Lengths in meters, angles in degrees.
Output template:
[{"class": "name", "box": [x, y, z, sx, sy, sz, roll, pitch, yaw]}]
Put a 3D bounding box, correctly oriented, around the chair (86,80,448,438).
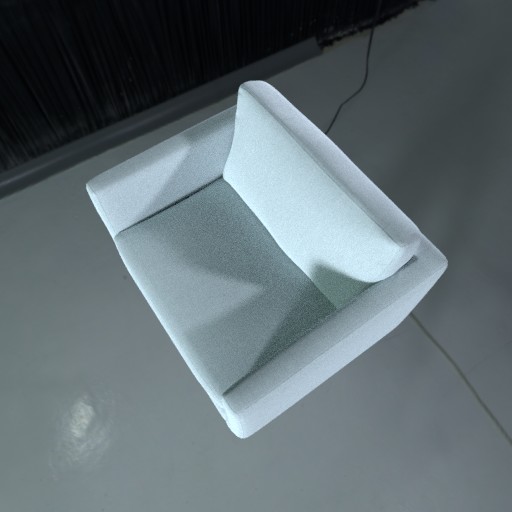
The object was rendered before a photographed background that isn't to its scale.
[{"class": "chair", "box": [0.000, 0.000, 1.884, 0.953, 0.961, 1.107, -32, 67, -16]}]
